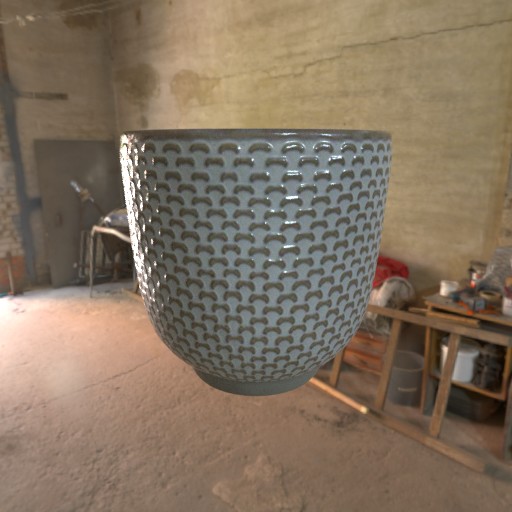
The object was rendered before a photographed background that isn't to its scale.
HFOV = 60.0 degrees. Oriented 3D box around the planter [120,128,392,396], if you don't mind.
[{"bbox_3d":[0.000,0.000,0.354,0.197,0.191,0.197,0,14,0],"label":"planter"}]
